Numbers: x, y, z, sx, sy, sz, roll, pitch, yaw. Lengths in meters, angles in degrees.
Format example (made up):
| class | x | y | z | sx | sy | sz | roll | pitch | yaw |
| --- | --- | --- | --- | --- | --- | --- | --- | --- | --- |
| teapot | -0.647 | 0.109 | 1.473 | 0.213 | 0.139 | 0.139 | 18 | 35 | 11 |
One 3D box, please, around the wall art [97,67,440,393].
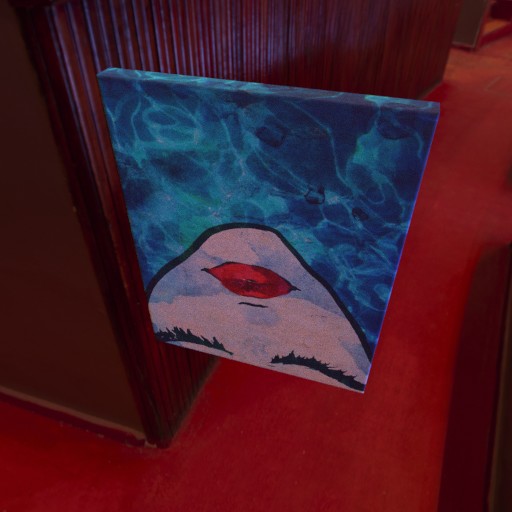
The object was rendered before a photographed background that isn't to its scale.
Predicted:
| class | x | y | z | sx | sy | sz | roll | pitch | yaw |
| --- | --- | --- | --- | --- | --- | --- | --- | --- | --- |
| wall art | 0.000 | 0.000 | 0.846 | 0.508 | 0.635 | 0.038 | 11 | 41 | 13 |
